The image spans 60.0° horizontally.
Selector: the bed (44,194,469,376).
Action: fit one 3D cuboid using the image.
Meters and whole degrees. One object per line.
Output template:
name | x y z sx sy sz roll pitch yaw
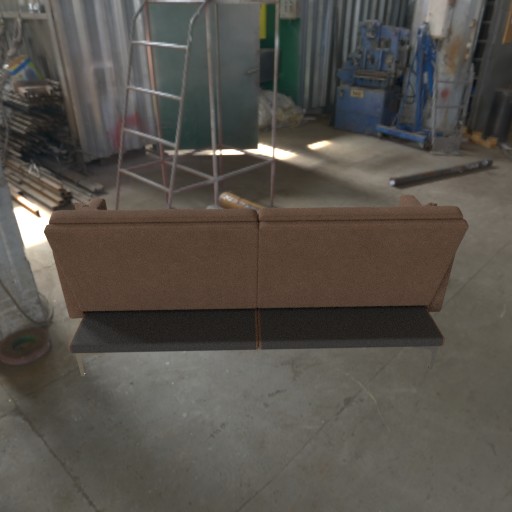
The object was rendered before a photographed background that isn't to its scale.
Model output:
bed | 0.000 0.000 2.299 1.905 0.787 0.889 -1 30 -1
